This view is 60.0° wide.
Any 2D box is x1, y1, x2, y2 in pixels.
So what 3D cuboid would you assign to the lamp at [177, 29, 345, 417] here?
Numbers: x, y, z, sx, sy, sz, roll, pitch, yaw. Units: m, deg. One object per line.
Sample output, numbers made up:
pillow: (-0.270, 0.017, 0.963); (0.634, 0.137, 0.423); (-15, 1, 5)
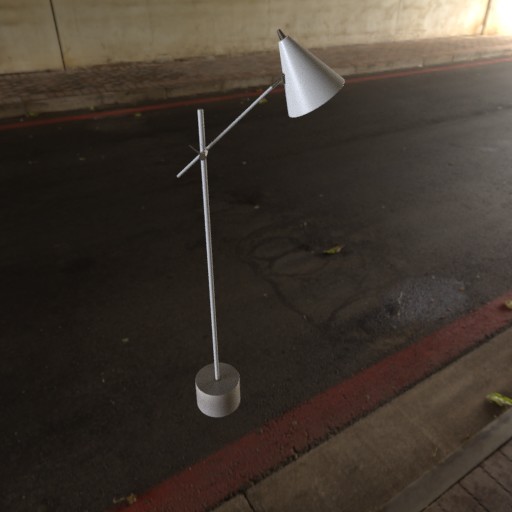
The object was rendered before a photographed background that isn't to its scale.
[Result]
lamp: (0.000, 0.000, 1.565); (0.508, 1.430, 0.223); (0, 31, 0)
